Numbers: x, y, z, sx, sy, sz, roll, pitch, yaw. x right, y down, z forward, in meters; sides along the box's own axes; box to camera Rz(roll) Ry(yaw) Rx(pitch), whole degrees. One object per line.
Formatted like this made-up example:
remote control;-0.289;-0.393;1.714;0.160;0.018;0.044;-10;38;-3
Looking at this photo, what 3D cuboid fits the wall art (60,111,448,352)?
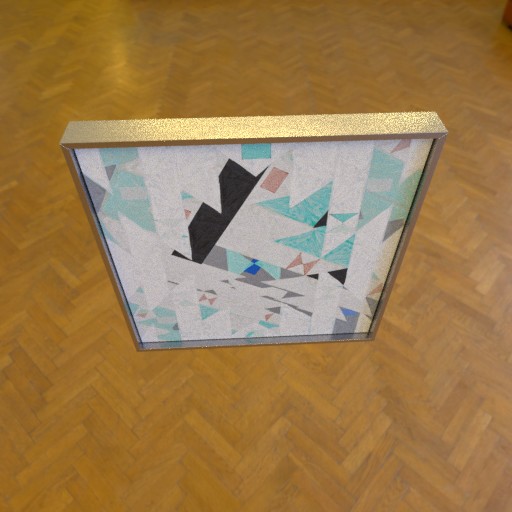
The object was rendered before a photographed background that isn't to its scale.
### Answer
wall art;0.000;0.000;0.538;0.350;0.350;0.038;-2;47;-2
